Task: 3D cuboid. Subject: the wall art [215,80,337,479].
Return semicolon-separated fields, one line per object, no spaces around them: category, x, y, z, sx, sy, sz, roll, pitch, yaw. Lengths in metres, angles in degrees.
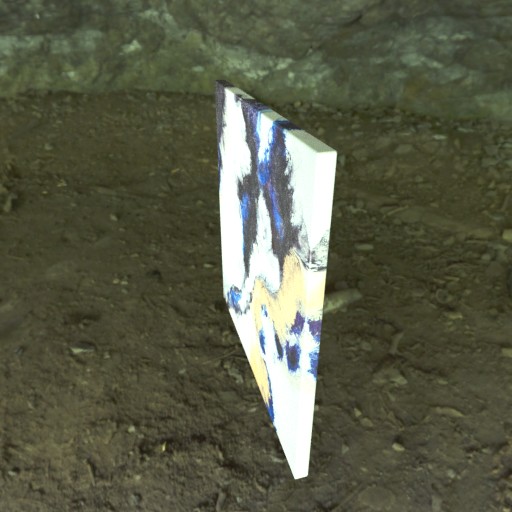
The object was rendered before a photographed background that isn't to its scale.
wall art;0.000;0.000;1.341;0.038;0.885;0.887;-8;30;-14
